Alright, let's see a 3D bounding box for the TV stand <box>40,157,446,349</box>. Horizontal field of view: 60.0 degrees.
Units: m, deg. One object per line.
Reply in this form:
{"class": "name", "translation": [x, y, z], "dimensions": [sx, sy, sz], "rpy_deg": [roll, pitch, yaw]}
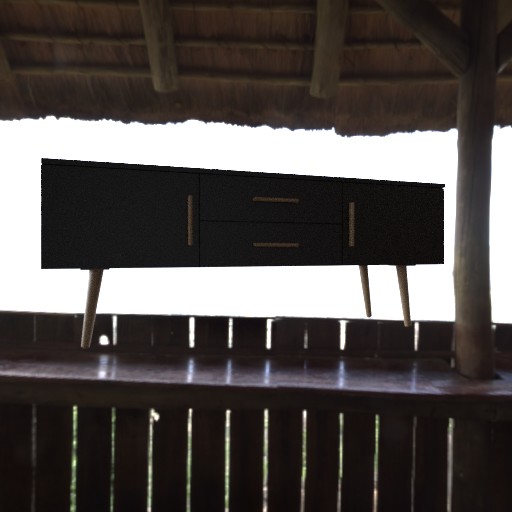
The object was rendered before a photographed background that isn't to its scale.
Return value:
{"class": "TV stand", "translation": [0.000, 0.000, 1.535], "dimensions": [1.312, 0.518, 0.390], "rpy_deg": [0, 1, -19]}
